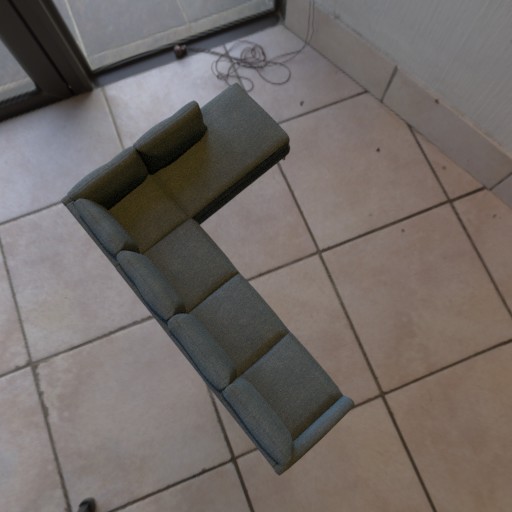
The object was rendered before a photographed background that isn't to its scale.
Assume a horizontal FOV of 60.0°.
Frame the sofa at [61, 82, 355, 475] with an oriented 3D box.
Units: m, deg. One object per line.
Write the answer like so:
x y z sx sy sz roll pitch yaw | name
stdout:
0.000 0.000 3.916 2.007 0.815 2.949 -39 79 -9 | sofa
